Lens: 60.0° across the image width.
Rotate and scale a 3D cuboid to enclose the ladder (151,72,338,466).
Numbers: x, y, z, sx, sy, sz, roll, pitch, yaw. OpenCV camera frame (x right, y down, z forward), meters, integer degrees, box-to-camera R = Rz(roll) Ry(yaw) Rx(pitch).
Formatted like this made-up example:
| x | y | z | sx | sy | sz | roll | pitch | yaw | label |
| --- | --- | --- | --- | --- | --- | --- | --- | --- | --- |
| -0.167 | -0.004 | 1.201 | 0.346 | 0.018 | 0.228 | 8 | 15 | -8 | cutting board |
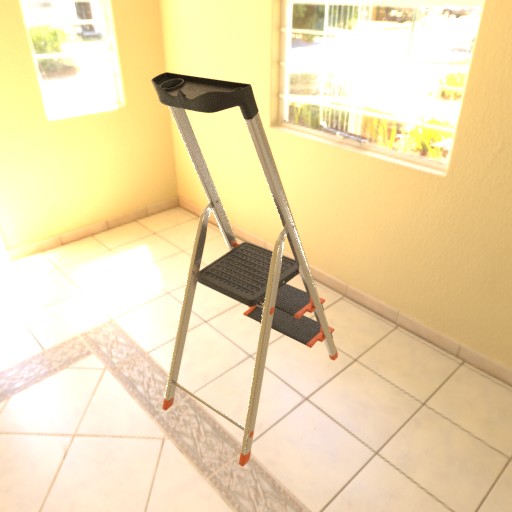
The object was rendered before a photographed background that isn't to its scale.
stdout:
| x | y | z | sx | sy | sz | roll | pitch | yaw | label |
| --- | --- | --- | --- | --- | --- | --- | --- | --- | --- |
| 0.000 | 0.000 | 1.556 | 0.416 | 1.229 | 0.686 | 22 | 37 | 31 | ladder |
